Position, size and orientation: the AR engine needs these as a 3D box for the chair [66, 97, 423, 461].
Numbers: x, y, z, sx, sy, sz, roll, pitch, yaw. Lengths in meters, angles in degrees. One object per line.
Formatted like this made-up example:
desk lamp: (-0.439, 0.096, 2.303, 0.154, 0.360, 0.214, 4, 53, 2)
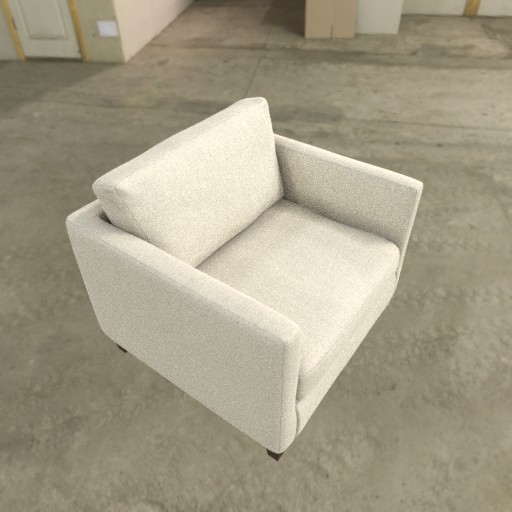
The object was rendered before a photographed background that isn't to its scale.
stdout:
chair: (0.000, 0.000, 1.764, 0.959, 0.919, 0.996, 25, 47, 26)
